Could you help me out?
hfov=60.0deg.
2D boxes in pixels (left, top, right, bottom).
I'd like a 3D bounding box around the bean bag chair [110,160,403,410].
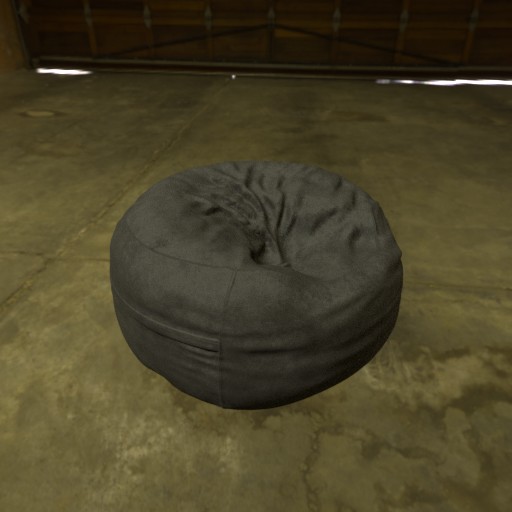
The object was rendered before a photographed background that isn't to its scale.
[{"bbox_3d":[0.000,0.000,2.384,1.525,0.751,1.525,0,31,0],"label":"bean bag chair"}]
